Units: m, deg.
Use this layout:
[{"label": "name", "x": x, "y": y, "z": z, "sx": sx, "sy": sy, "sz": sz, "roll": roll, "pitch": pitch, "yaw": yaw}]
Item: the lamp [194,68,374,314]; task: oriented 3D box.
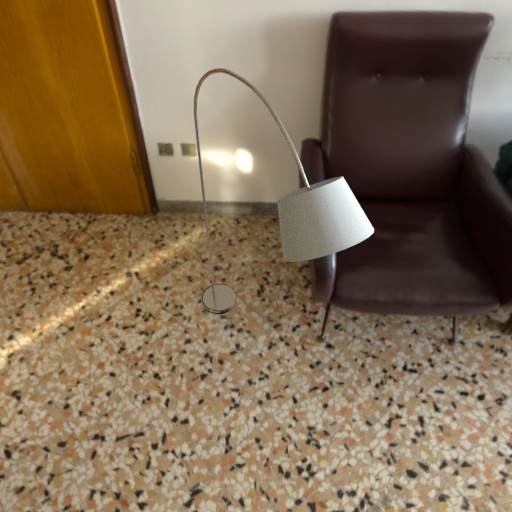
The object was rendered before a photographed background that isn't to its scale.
[{"label": "lamp", "x": 0.000, "y": 0.000, "z": 2.661, "sx": 0.406, "sy": 2.098, "sz": 1.445, "roll": -25, "pitch": 51, "yaw": -22}]
